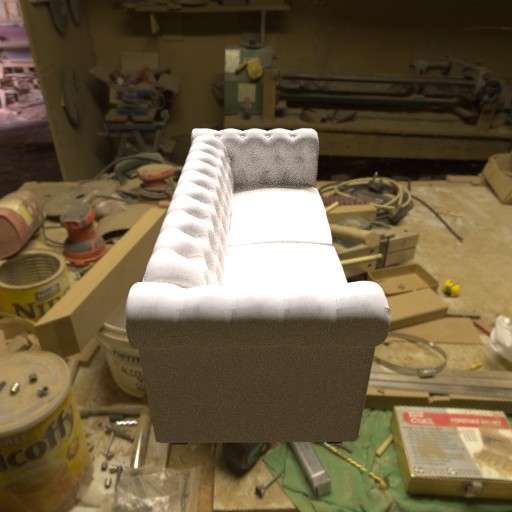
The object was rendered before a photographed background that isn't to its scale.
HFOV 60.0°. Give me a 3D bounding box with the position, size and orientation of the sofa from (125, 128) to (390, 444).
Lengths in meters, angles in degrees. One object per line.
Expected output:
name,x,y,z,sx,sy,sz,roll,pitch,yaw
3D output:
sofa,0.000,0.000,2.178,0.771,0.796,1.798,0,32,0
